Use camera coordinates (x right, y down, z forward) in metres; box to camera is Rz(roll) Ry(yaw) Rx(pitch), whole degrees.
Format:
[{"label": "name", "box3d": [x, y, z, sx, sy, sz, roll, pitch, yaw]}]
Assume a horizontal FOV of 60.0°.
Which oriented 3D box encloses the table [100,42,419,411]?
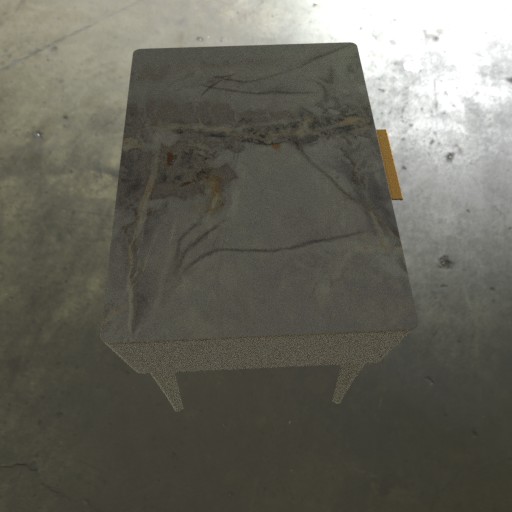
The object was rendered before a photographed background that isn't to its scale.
[{"label": "table", "box3d": [0.000, 0.000, 0.881, 0.400, 0.570, 0.500, -2, 63, -1]}]
